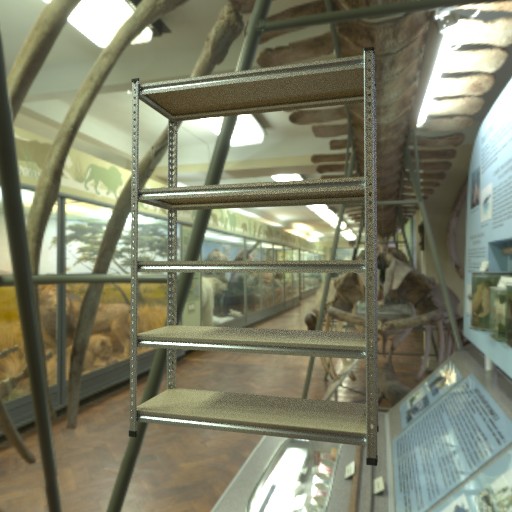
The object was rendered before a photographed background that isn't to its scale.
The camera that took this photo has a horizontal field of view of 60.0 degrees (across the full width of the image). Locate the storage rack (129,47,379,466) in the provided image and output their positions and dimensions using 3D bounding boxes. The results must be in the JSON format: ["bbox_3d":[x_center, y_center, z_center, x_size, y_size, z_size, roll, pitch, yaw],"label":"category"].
[{"bbox_3d":[0.000,0.000,2.318,1.219,1.829,0.457,0,-2,16],"label":"storage rack"}]
